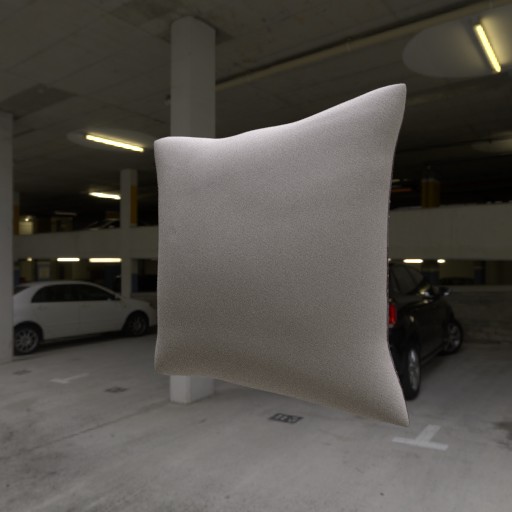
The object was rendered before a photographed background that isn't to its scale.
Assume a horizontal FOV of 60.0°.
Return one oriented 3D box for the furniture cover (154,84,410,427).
[{"bbox_3d":[0.000,0.000,0.809,0.552,0.509,0.193,0,0,36],"label":"furniture cover"}]
